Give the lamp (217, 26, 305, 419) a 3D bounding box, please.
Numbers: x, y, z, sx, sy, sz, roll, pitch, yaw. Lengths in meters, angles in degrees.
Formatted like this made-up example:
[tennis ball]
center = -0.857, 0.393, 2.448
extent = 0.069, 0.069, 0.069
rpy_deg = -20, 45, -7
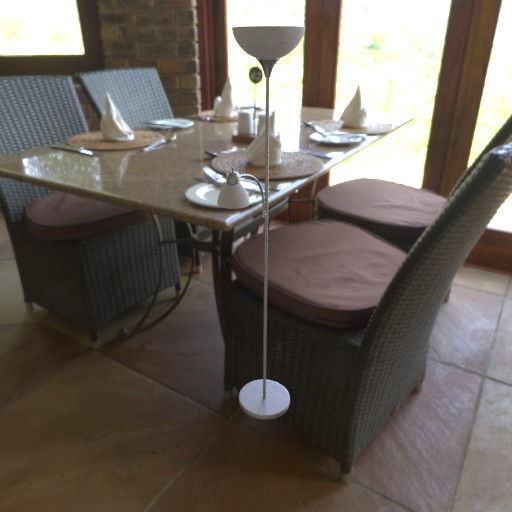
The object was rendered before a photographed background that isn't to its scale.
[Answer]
[lamp]
center = 0.000, 0.000, 1.962
extent = 0.279, 1.804, 0.425
rpy_deg = 17, 31, 32
